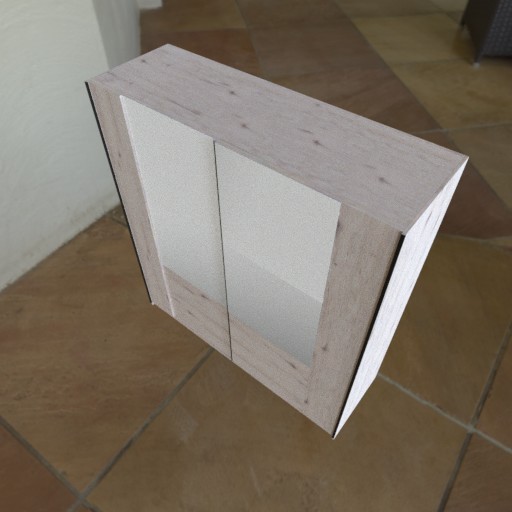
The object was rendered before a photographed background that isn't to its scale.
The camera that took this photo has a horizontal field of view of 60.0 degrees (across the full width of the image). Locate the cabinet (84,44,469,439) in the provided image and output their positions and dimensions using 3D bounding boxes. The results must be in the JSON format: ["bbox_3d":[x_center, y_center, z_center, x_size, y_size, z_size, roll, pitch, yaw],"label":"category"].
[{"bbox_3d":[0.000,0.000,3.107,2.000,2.180,0.660,31,55,25],"label":"cabinet"}]
